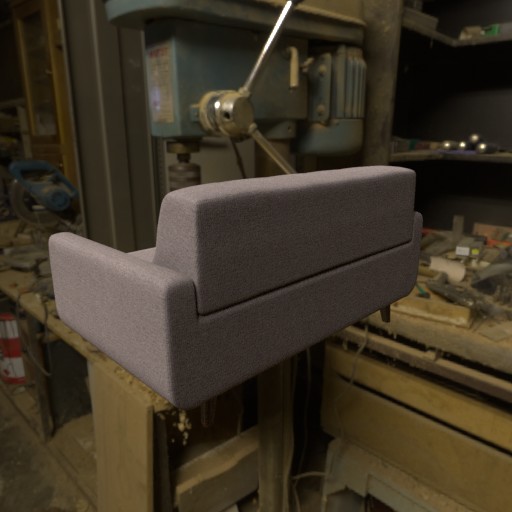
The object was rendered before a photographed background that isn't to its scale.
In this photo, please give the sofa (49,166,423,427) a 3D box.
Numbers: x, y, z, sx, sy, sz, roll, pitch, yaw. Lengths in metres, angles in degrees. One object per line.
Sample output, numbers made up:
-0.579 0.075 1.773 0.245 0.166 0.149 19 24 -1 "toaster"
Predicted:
0.000 0.000 2.159 1.631 0.841 0.909 -15 22 -42 "sofa"
